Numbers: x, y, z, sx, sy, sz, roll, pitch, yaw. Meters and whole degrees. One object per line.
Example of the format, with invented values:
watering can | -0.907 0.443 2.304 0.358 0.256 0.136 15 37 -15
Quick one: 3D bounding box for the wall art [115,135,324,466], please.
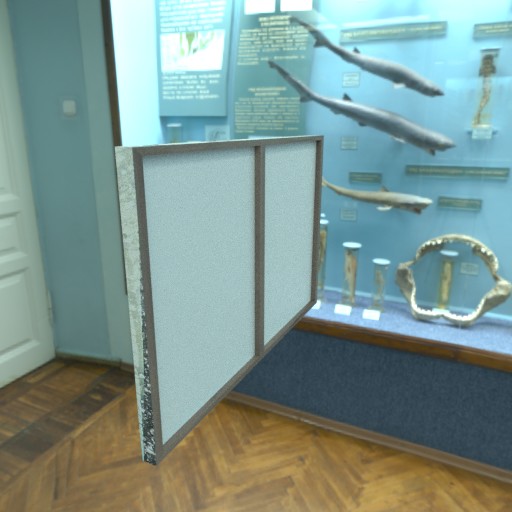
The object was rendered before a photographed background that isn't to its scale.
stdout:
wall art | 0.000 0.000 1.170 0.038 0.598 0.919 8 18 26
